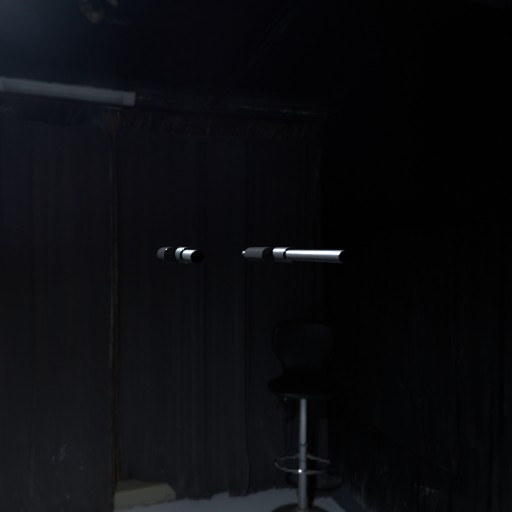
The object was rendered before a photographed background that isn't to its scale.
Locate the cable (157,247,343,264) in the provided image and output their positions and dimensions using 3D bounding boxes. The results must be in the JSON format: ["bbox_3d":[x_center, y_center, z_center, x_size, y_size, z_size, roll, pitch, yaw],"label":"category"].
[{"bbox_3d":[0.000,0.000,0.112,0.041,0.005,0.098,0,1,-18],"label":"cable"}]
